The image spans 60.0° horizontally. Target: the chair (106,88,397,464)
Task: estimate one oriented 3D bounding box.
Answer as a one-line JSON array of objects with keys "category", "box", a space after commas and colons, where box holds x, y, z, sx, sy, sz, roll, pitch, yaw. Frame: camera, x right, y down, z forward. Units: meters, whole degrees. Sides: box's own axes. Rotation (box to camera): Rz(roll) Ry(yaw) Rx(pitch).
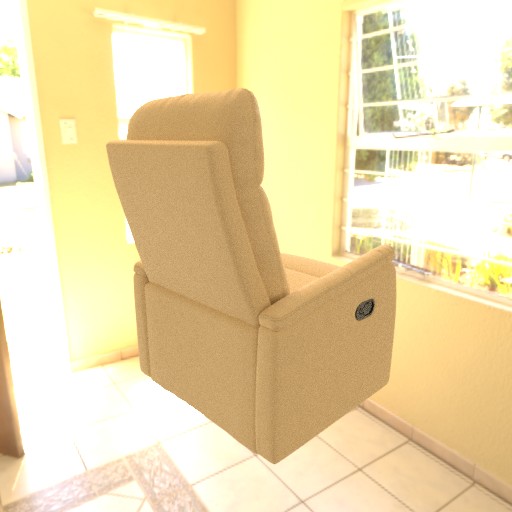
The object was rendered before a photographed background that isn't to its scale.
[{"category": "chair", "box": [0.000, 0.000, 1.615, 0.831, 1.082, 0.775, -14, 21, -42]}]
